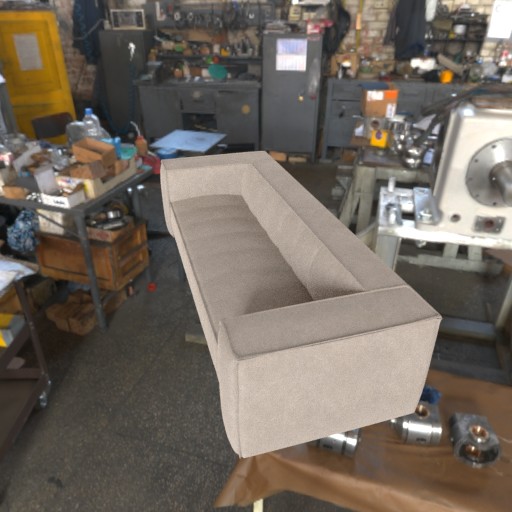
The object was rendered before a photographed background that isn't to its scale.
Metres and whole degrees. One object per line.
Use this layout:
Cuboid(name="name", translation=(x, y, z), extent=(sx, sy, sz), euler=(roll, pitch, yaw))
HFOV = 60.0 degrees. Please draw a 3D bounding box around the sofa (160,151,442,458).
Cuboid(name="sofa", translation=(0.000, 0.000, 3.131), extent=(1.038, 0.680, 2.697), euler=(-9, 31, -14))
